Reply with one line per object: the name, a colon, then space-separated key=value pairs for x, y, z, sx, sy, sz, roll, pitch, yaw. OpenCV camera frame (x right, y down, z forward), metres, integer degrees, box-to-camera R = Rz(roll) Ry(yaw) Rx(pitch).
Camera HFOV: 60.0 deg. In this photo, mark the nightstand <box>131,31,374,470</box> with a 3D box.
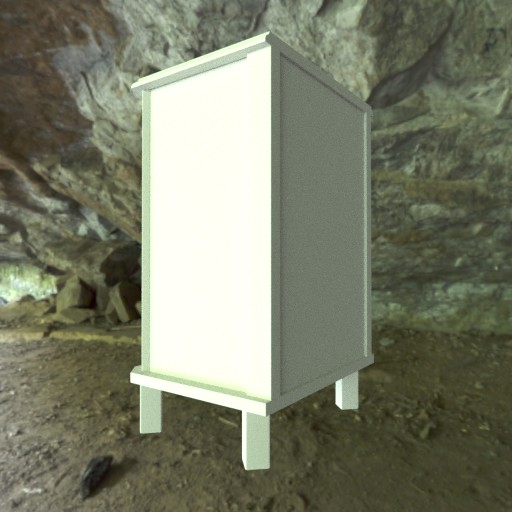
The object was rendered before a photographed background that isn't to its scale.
nightstand: x=0.000 y=0.000 z=0.942 sx=0.351 sy=0.681 sz=0.435 roll=0 pitch=-1 yaw=36
